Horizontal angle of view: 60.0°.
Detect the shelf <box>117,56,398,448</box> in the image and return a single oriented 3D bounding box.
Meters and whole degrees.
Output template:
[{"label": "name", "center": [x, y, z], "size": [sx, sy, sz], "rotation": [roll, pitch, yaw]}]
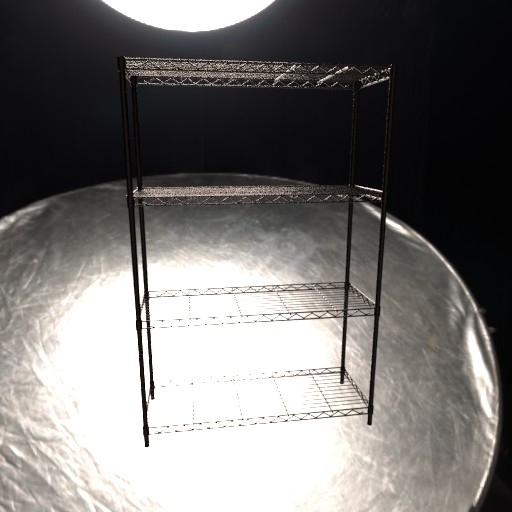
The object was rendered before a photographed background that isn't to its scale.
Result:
[{"label": "shelf", "center": [0.000, 0.000, 1.733], "size": [0.907, 1.361, 0.352], "rotation": [-2, 14, -9]}]
